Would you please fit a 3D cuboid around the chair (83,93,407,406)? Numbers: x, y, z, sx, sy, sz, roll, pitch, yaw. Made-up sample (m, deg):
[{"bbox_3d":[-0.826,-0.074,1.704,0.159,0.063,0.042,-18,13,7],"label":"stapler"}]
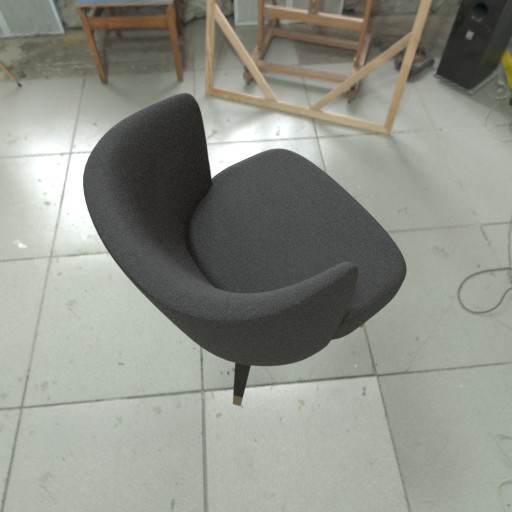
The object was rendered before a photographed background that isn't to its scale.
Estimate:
[{"bbox_3d":[0.000,0.000,1.233,0.698,0.695,0.639,-30,62,-18],"label":"chair"}]
